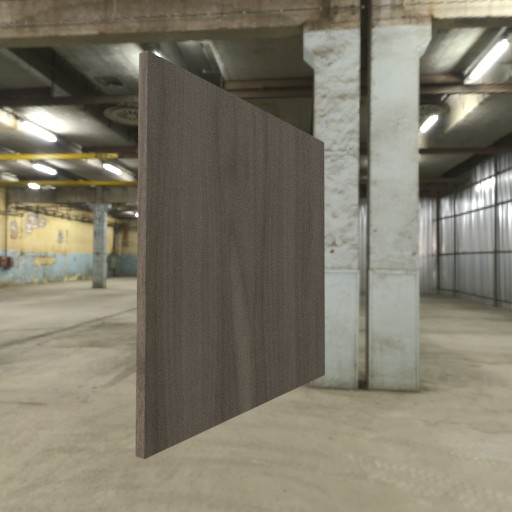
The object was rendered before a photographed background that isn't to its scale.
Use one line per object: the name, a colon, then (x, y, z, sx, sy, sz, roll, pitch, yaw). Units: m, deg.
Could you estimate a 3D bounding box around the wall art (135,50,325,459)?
wall art: (0.000, 0.000, 0.762, 0.016, 0.507, 0.508, -1, -1, 34)
